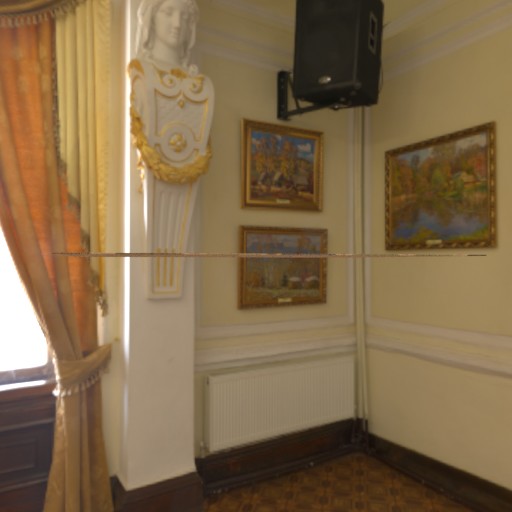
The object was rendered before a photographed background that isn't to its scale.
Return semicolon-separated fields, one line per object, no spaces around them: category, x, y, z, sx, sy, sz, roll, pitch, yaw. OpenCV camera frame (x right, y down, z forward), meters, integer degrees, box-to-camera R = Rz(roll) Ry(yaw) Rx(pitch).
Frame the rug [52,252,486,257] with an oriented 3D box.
rug;0.000;0.000;2.901;2.284;0.006;1.521;0;-1;-19
